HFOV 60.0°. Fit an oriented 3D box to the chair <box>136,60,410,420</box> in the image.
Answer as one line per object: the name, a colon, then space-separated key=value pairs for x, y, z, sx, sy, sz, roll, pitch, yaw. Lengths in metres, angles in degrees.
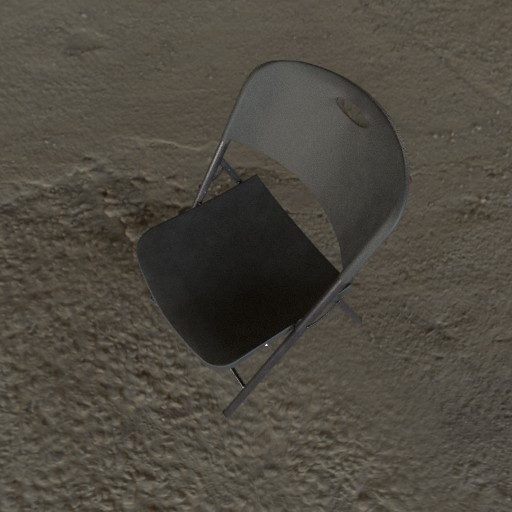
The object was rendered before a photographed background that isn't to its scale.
chair: x=0.000 y=0.000 z=1.173 sx=0.567 sy=0.810 sz=0.494 roll=-31 pitch=67 yaw=-15
